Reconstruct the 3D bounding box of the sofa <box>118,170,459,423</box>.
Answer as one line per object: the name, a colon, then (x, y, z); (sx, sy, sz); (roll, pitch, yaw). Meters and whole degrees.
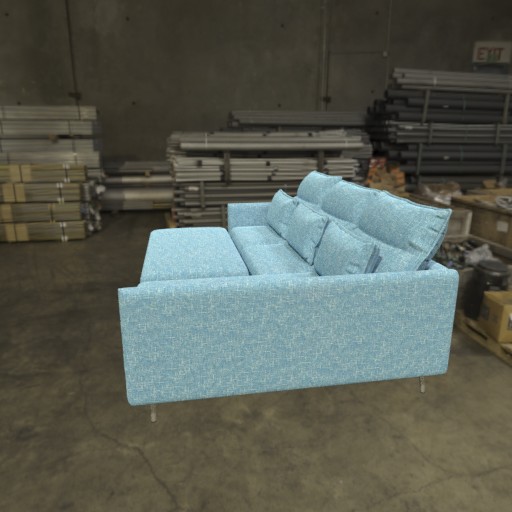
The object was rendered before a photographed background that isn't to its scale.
sofa: (0.000, 0.000, 2.779); (1.420, 0.899, 2.034); (-3, 16, -10)
